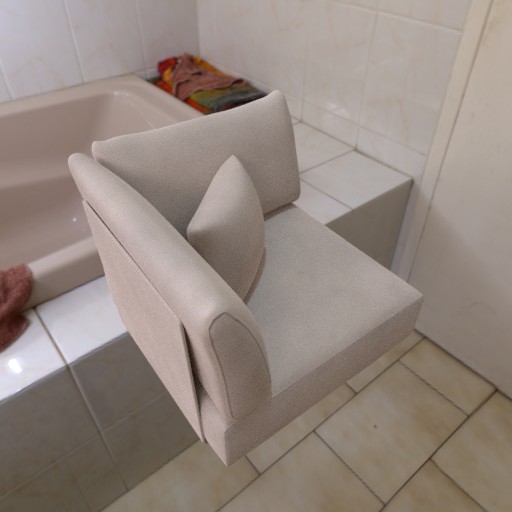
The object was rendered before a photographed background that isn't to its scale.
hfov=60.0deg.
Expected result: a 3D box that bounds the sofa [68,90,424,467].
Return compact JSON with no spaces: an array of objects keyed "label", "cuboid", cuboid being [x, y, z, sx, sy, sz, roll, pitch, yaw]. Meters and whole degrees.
[{"label":"sofa","cuboid":[0.000,0.000,1.736,1.000,0.820,1.000,-26,47,-27]}]
